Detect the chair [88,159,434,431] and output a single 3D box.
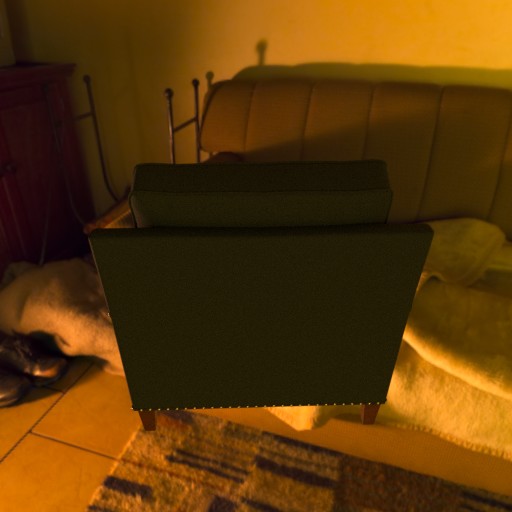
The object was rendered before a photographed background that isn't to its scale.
[{"bbox_3d":[0.000,0.000,1.667,0.853,0.943,1.014,-1,28,-2],"label":"chair"}]
